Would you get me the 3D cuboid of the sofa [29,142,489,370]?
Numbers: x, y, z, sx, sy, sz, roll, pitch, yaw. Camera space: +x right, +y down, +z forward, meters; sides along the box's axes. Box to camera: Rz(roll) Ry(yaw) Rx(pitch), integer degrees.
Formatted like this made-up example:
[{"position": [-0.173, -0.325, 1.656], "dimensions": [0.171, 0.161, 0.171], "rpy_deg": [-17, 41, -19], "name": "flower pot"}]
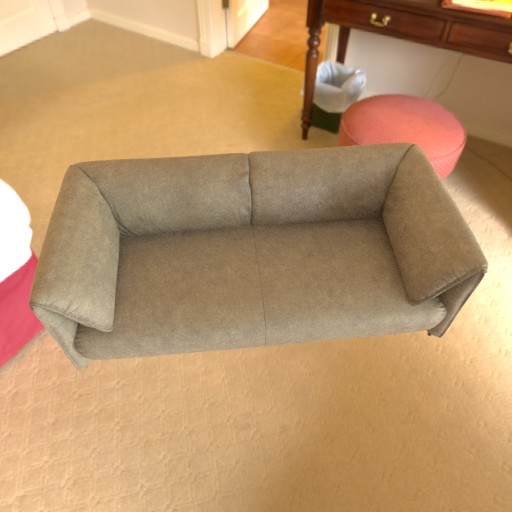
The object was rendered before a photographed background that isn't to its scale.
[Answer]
[{"position": [0.000, 0.000, 2.275], "dimensions": [1.878, 0.747, 0.905], "rpy_deg": [-4, 49, -4], "name": "sofa"}]
